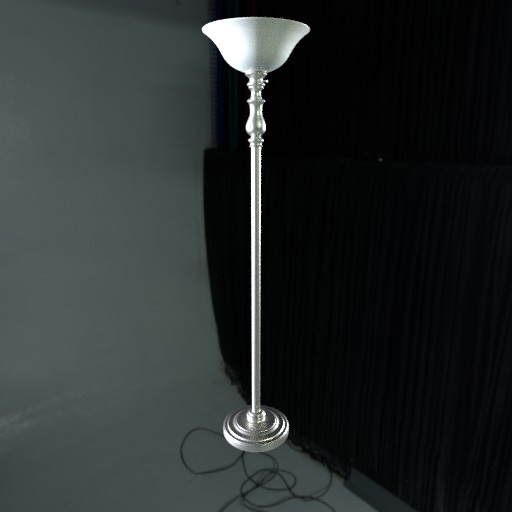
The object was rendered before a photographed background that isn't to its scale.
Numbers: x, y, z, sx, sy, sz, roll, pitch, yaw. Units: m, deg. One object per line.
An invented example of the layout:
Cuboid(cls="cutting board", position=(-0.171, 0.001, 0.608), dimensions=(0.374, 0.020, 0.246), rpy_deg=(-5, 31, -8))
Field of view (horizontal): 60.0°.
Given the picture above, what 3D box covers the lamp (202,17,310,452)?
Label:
Cuboid(cls="lamp", position=(0.000, 0.000, 1.914), dimensions=(0.405, 1.771, 0.405), rpy_deg=(15, 21, 42))
